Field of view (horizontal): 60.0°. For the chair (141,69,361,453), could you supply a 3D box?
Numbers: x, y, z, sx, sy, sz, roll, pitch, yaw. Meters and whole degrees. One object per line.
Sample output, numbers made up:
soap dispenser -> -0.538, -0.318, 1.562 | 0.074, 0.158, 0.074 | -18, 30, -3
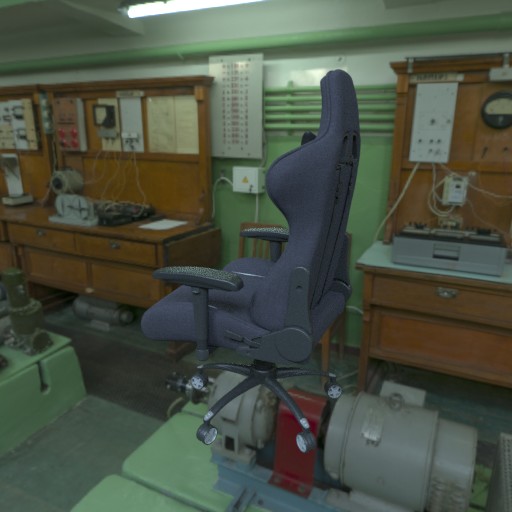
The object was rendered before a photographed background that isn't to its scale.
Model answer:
chair -> 0.000, 0.000, 1.705 | 0.695, 1.300, 0.730 | 7, 18, 24
